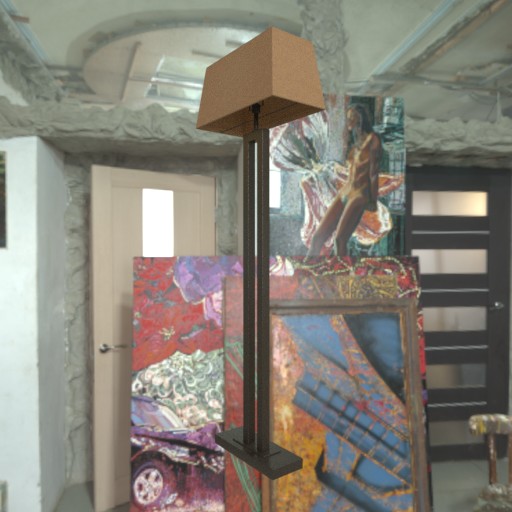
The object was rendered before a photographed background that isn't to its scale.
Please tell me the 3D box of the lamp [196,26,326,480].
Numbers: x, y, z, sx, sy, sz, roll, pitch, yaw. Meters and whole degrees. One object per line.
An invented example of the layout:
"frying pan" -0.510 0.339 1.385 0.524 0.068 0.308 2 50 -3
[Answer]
"lamp" 0.000 0.000 1.626 0.233 1.469 0.475 -1 1 -37
